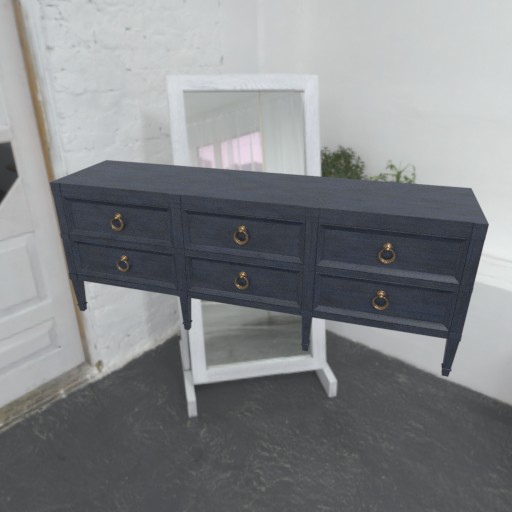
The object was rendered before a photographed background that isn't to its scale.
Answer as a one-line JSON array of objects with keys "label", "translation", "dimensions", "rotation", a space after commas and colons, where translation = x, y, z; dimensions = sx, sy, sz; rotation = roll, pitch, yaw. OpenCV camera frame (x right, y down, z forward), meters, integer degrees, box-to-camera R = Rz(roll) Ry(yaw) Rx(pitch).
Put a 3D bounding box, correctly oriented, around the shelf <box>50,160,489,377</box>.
[{"label": "shelf", "translation": [0.000, 0.000, 2.182], "dimensions": [1.878, 0.715, 0.471], "rotation": [7, 27, 15]}]
